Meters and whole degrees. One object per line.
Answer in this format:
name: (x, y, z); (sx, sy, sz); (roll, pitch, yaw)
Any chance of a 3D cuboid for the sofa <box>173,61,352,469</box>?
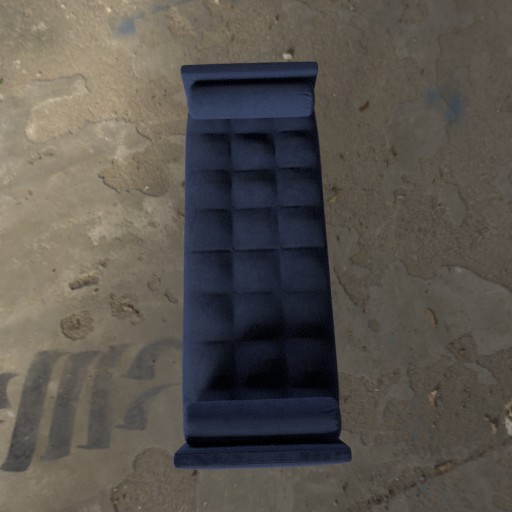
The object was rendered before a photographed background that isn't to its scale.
sofa: (0.000, 0.000, 2.504); (0.797, 0.657, 2.102); (-2, 74, -1)
